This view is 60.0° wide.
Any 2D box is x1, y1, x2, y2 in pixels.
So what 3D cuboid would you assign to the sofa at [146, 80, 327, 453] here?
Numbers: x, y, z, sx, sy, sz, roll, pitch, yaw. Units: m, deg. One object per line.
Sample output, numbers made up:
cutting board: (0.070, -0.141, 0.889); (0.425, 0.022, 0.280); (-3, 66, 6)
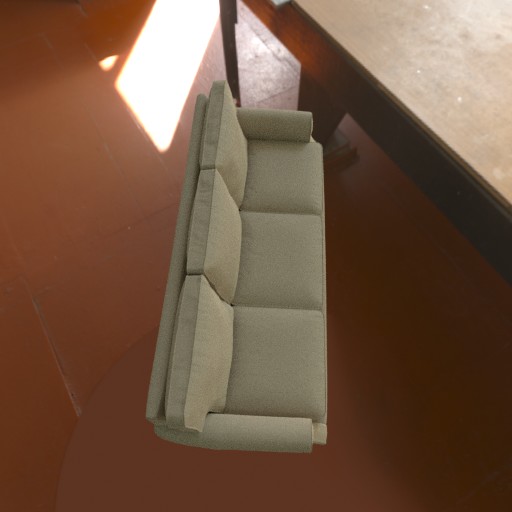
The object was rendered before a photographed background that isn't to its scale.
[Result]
sofa: (0.000, 0.000, 2.897); (0.966, 0.948, 2.354); (3, 63, 1)
